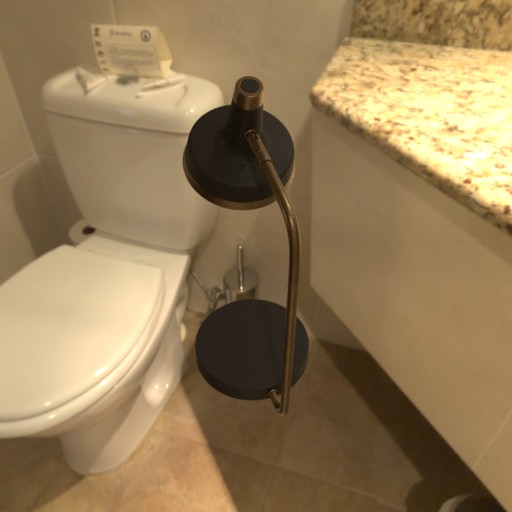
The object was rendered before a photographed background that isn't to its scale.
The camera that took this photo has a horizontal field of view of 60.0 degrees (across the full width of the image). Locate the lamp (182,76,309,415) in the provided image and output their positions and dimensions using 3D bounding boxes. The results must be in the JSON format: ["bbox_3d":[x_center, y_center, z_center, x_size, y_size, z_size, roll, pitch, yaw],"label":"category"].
[{"bbox_3d":[0.000,0.000,0.500,0.162,0.385,0.218,-13,42,-14],"label":"lamp"}]
